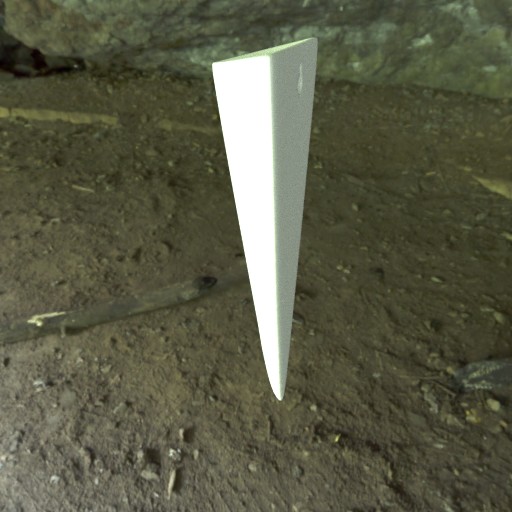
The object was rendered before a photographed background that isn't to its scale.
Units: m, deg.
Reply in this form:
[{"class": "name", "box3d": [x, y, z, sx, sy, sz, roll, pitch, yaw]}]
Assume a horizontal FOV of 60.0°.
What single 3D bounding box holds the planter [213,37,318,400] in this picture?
[{"class": "planter", "box3d": [0.000, 0.000, 0.389, 0.065, 0.338, 0.143, 9, 31, 15]}]
